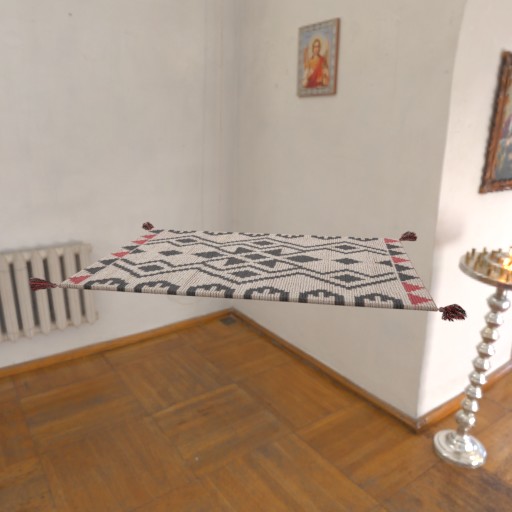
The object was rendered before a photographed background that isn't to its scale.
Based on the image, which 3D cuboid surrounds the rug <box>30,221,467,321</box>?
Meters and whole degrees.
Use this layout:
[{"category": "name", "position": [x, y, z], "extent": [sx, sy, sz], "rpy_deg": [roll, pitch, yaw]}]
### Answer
[{"category": "rug", "position": [0.000, 0.000, 2.654], "extent": [2.069, 0.067, 1.444], "rpy_deg": [3, 17, 9]}]
